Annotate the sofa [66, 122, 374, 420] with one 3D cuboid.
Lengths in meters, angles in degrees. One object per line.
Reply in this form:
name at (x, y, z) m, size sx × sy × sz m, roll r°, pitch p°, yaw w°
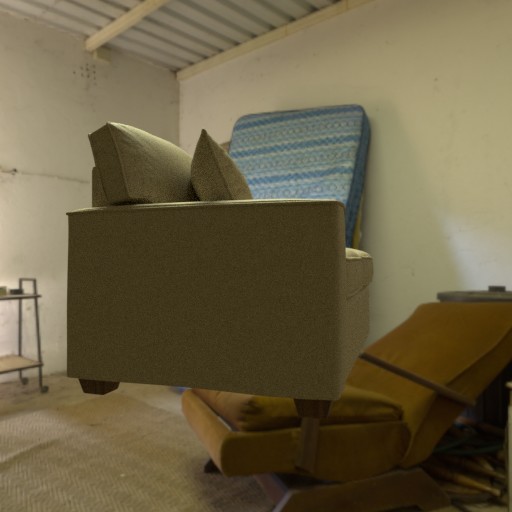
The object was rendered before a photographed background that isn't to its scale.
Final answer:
sofa at (0.000, 0.000, 2.065) m, size 0.991 × 0.989 × 1.388 m, roll 0°, pitch -1°, yaw 18°
